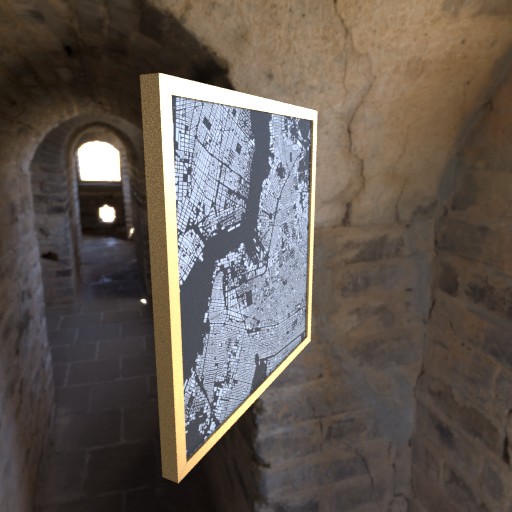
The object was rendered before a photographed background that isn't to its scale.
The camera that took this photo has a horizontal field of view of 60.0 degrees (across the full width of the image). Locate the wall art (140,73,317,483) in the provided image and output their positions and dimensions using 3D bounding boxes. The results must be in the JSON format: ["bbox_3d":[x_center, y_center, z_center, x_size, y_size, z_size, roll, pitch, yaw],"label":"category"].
[{"bbox_3d":[0.000,0.000,2.861,0.099,1.926,1.926,7,15,26],"label":"wall art"}]
